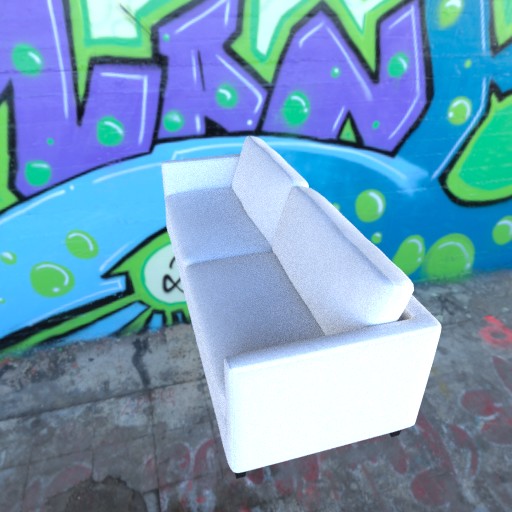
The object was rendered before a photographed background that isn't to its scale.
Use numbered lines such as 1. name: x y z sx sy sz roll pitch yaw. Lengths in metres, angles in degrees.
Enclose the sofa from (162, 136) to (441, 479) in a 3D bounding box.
1. sofa: 0.000 0.000 2.855 0.948 0.965 2.434 -9 32 -14
